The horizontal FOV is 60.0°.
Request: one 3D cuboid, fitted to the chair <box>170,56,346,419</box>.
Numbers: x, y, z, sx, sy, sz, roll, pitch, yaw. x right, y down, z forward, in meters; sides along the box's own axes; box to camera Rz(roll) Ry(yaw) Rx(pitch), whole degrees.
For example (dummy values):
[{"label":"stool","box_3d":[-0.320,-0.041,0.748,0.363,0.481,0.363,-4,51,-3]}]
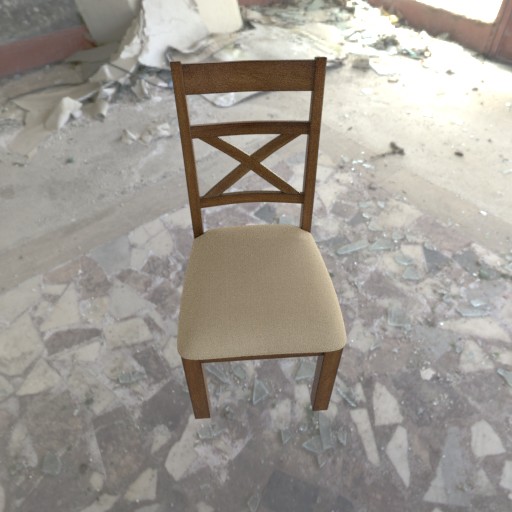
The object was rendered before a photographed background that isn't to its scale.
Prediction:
[{"label":"chair","box_3d":[0.000,0.000,1.314,0.461,0.949,0.581,-3,46,-3]}]
